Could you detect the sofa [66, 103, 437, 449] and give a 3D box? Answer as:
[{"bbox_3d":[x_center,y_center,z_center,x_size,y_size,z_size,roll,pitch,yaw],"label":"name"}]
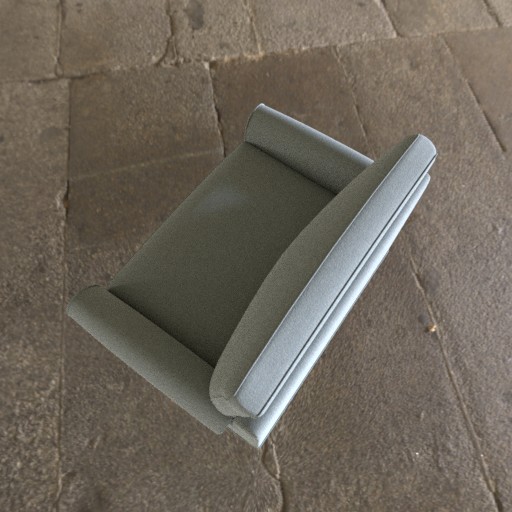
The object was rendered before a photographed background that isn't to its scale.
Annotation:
[{"bbox_3d":[0.000,0.000,2.016,0.940,0.953,1.410,33,68,15],"label":"sofa"}]
